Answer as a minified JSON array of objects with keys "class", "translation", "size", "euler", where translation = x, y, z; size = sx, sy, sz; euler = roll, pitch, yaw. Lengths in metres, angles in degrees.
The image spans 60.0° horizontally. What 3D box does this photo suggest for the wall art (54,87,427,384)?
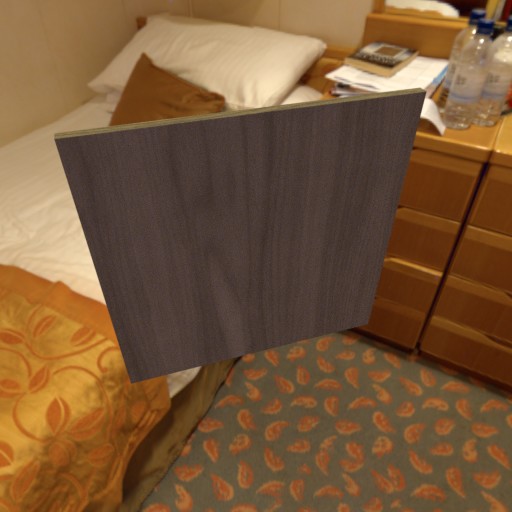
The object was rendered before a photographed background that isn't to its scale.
[{"class":"wall art","translation":[0.000,0.000,0.751],"size":[0.508,0.507,0.016],"euler":[-11,42,-13]}]
